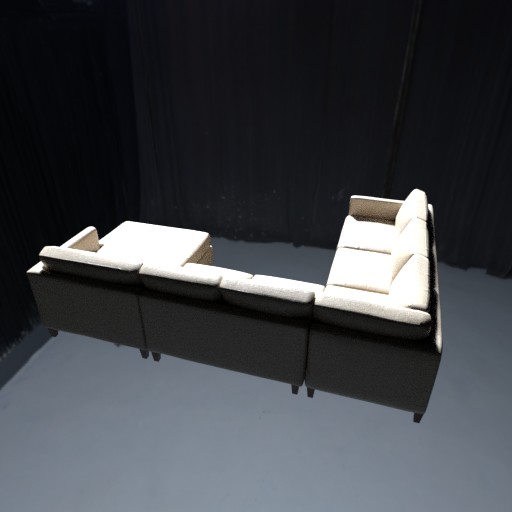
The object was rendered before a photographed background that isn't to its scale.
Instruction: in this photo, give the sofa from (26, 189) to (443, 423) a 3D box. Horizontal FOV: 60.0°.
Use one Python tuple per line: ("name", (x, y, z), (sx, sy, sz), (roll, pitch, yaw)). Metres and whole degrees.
("sofa", (0.000, 0.000, 4.590), (3.460, 0.961, 2.594), (9, 32, 15))
